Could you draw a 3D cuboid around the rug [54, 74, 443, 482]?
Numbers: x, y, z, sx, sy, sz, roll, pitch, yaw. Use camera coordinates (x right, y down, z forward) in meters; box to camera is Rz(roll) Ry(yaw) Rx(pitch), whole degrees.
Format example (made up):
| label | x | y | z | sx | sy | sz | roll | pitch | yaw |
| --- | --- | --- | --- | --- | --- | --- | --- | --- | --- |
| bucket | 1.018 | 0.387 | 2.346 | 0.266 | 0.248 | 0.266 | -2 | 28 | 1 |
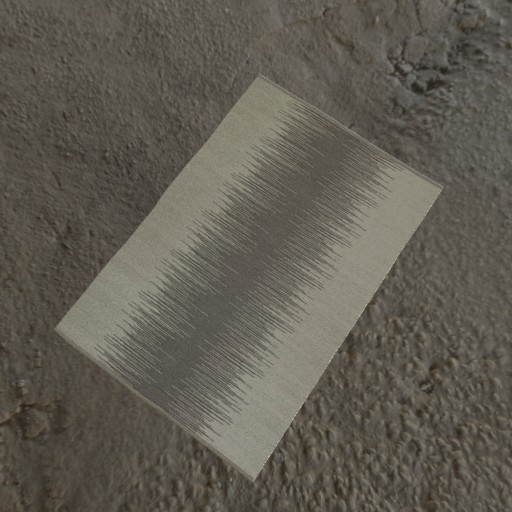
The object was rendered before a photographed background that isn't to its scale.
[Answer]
| label | x | y | z | sx | sy | sz | roll | pitch | yaw |
| --- | --- | --- | --- | --- | --- | --- | --- | --- | --- |
| rug | 0.000 | 0.000 | 2.322 | 1.226 | 0.007 | 1.815 | 34 | 79 | 8 |
